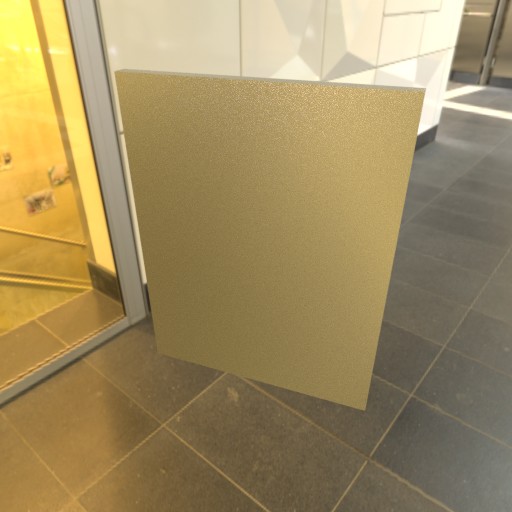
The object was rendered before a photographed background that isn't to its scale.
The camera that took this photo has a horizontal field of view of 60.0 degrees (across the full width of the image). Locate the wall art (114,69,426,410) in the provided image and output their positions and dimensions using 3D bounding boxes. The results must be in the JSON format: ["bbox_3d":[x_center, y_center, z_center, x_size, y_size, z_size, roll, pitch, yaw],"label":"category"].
[{"bbox_3d":[0.000,0.000,0.757,0.444,0.569,0.025,11,33,17],"label":"wall art"}]
